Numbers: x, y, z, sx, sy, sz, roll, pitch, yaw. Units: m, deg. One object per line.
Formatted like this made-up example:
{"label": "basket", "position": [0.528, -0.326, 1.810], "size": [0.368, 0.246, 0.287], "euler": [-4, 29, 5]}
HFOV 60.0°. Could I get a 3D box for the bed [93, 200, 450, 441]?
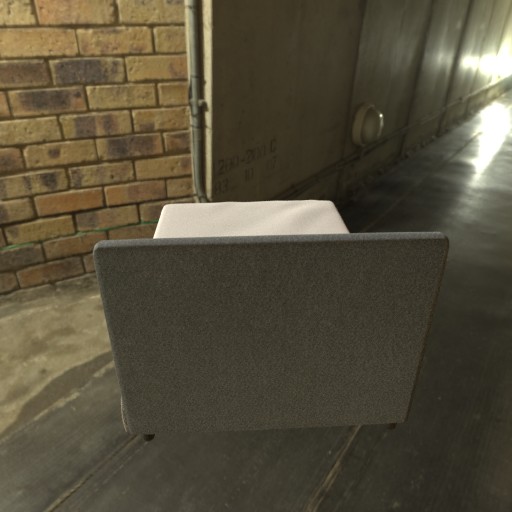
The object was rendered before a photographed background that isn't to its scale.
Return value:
{"label": "bed", "position": [0.000, 0.000, 3.236], "size": [1.723, 1.330, 2.142], "euler": [-2, 29, -3]}
